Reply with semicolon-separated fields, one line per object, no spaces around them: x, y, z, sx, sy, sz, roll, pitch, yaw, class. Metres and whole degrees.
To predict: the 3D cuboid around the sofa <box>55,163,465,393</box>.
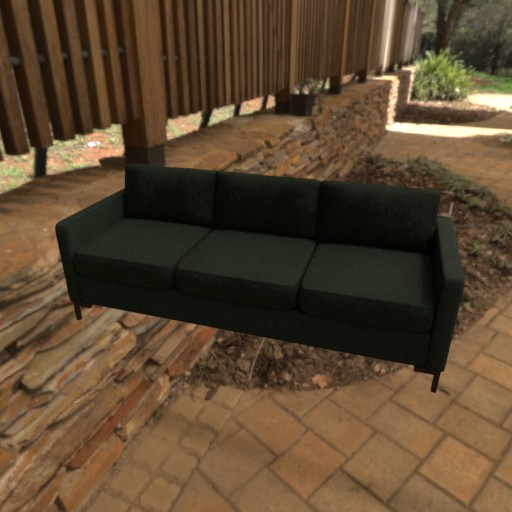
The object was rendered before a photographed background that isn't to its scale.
0.000;0.000;2.710;2.218;0.870;0.859;8;27;16;sofa
